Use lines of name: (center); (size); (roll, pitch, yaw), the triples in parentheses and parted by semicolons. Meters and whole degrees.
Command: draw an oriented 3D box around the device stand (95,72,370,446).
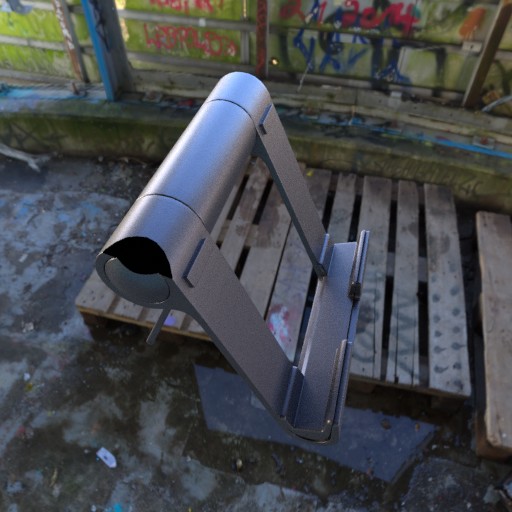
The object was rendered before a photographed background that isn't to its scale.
device stand: (0.000, 0.000, 0.152); (0.079, 0.084, 0.088); (12, 50, 10)
